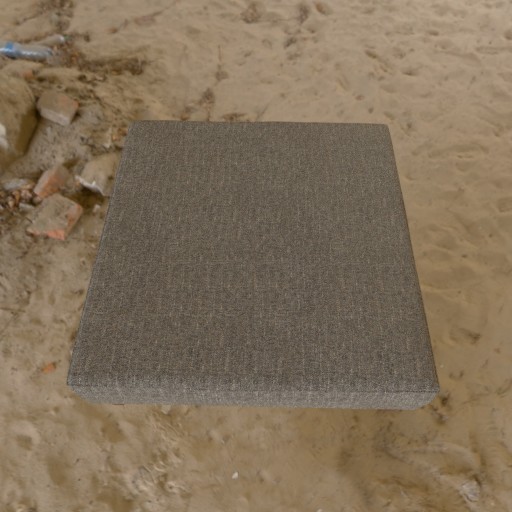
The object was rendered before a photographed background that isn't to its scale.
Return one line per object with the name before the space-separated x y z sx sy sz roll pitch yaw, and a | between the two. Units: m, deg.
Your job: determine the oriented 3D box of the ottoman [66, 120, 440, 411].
ottoman | 0.000 0.000 1.521 0.981 0.379 1.016 1 58 1
